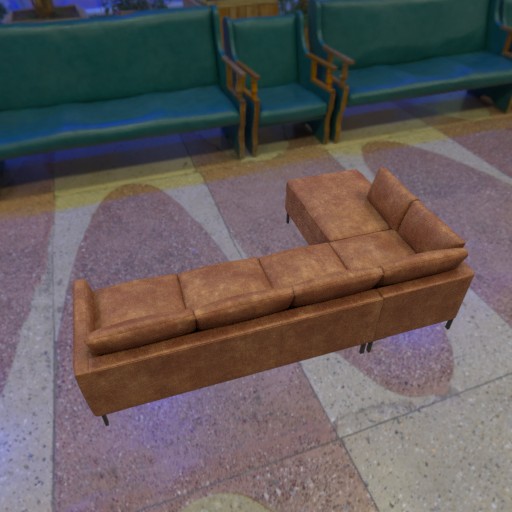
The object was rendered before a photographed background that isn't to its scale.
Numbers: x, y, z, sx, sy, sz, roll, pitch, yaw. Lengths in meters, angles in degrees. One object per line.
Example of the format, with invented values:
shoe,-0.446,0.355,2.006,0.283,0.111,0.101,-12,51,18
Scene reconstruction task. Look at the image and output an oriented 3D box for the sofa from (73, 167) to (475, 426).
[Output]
sofa,0.000,0.000,3.876,2.984,0.877,1.938,-12,42,-13
